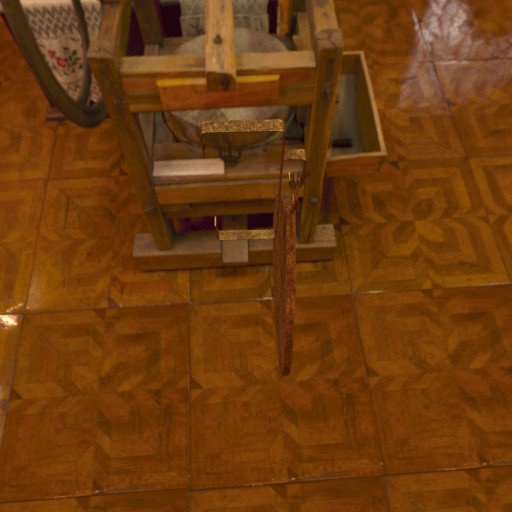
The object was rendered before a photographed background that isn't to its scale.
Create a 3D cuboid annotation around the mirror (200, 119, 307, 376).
[{"bbox_3d":[0.000,0.000,0.898,0.144,0.744,0.405,-2,63,-1],"label":"mirror"}]
